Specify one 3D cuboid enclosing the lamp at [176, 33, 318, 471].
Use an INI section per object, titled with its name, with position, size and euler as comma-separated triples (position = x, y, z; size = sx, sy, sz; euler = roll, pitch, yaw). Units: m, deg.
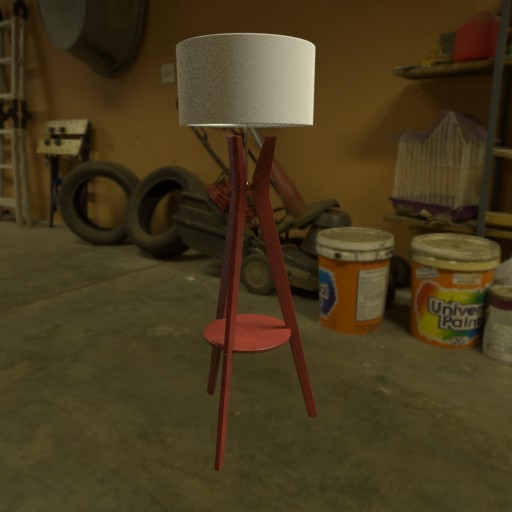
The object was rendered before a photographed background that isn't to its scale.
[lamp]
position = 0.000, 0.000, 1.715
size = 0.542, 1.472, 0.539
euler = -2, 15, -9
